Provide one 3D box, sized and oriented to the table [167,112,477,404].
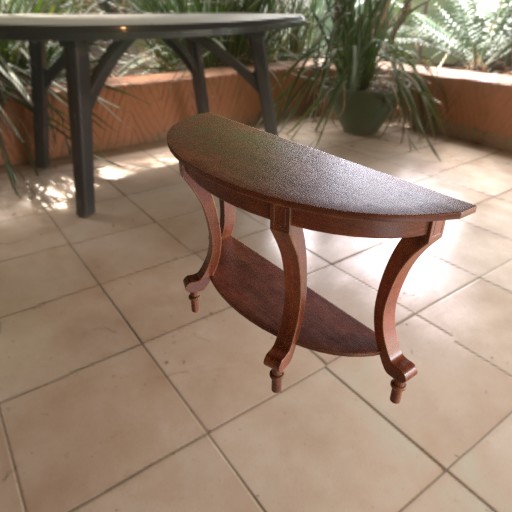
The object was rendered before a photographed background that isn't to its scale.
[{"bbox_3d":[0.000,0.000,1.522,0.394,0.699,1.198,-21,36,-31],"label":"table"}]
